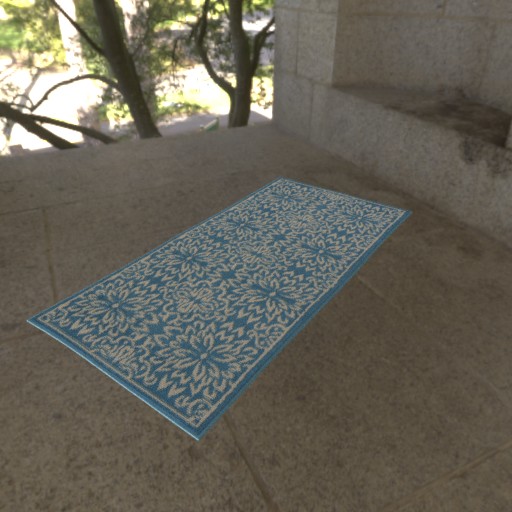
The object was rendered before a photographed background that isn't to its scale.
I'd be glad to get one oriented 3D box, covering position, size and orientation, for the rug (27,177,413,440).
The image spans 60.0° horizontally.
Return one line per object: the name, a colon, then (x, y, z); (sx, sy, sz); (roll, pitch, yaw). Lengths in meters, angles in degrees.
rug: (0.000, 0.000, 1.424); (0.604, 0.007, 1.219); (21, 38, 30)
